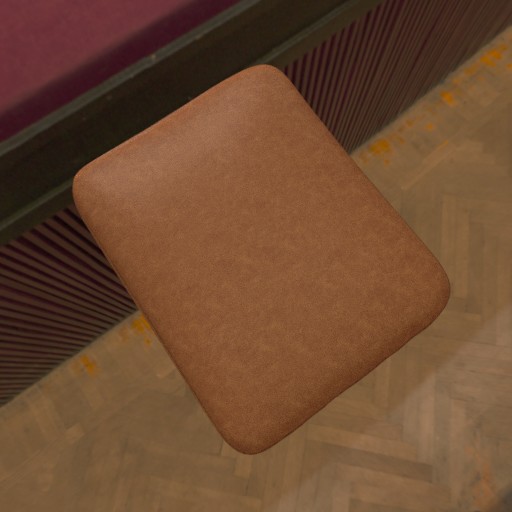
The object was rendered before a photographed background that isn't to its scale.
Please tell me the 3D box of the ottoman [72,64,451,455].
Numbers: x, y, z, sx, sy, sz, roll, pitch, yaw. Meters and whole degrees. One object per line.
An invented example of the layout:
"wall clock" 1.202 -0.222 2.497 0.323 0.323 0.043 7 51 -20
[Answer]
"ottoman" 0.000 0.000 1.142 0.593 0.478 0.747 -34 78 -8
